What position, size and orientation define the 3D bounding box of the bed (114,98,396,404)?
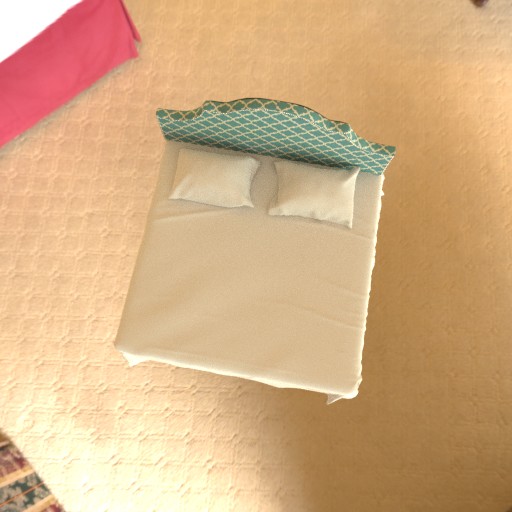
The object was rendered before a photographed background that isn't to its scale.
[{"bbox_3d":[0.000,0.000,3.764,2.314,1.601,2.222,10,76,2],"label":"bed"}]
